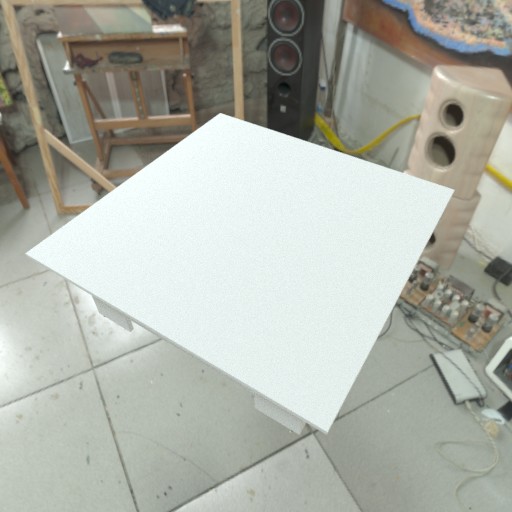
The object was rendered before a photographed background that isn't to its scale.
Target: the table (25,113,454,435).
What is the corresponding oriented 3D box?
[{"bbox_3d":[0.000,0.000,1.384,0.890,0.305,0.890,25,51,22],"label":"table"}]
